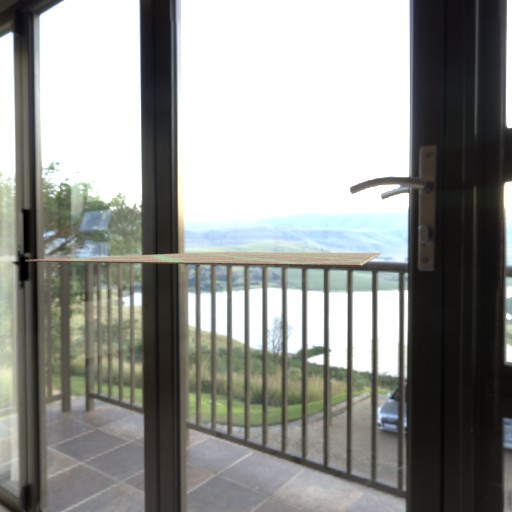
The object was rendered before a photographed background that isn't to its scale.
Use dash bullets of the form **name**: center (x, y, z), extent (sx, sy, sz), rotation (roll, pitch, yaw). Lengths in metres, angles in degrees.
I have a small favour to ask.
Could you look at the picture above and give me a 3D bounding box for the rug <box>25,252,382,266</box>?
- **rug**: center (0.000, 0.000, 2.916), extent (1.524, 0.006, 2.286), rotation (0, 2, 18)
